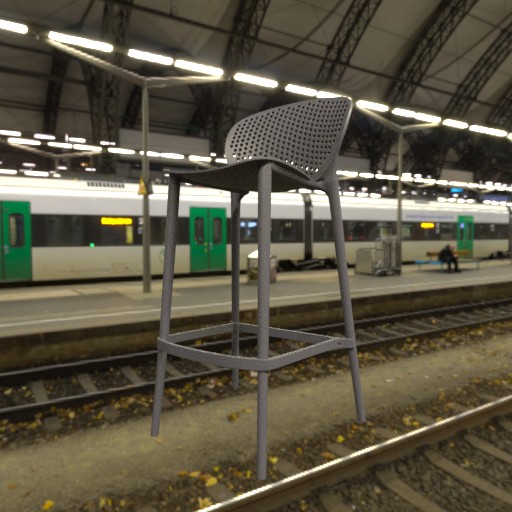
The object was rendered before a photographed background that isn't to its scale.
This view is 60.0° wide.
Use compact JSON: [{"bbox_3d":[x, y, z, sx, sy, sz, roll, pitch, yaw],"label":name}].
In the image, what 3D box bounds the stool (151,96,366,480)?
[{"bbox_3d":[0.000,0.000,1.348,0.536,1.045,0.535,2,4,36],"label":"stool"}]
